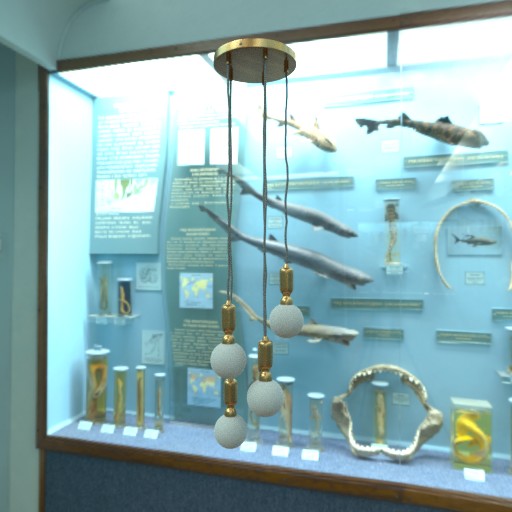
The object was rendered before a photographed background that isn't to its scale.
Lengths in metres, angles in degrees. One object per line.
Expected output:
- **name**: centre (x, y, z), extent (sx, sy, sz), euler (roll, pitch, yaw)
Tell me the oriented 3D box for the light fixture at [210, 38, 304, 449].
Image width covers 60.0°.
- **light fixture**: centre (0.000, 0.000, 0.514), extent (0.108, 0.457, 0.105), euler (0, -1, 18)
